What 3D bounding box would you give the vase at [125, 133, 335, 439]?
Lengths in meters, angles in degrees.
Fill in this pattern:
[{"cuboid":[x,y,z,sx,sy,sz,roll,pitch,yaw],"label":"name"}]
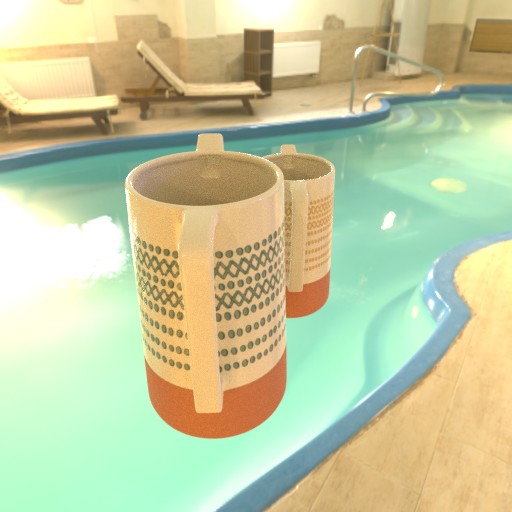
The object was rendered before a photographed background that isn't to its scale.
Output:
[{"cuboid":[0.000,0.000,0.463,0.168,0.247,0.326,22,38,32],"label":"vase"}]
